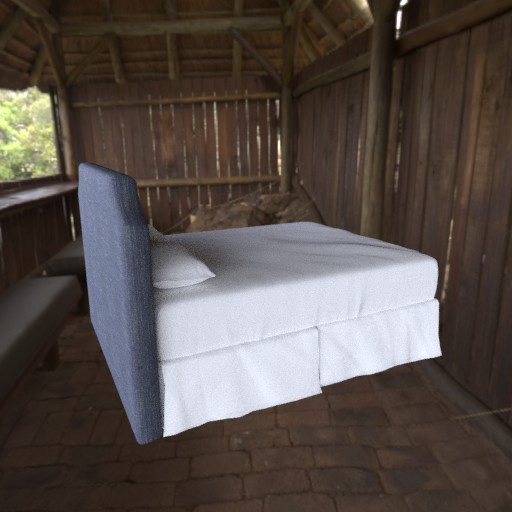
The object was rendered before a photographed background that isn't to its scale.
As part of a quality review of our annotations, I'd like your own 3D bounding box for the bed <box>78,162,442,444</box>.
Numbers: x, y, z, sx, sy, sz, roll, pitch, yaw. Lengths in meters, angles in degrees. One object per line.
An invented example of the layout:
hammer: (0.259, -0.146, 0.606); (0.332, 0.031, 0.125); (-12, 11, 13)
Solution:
bed: (0.000, 0.000, 3.138); (2.116, 1.290, 1.693); (-8, 17, -26)
